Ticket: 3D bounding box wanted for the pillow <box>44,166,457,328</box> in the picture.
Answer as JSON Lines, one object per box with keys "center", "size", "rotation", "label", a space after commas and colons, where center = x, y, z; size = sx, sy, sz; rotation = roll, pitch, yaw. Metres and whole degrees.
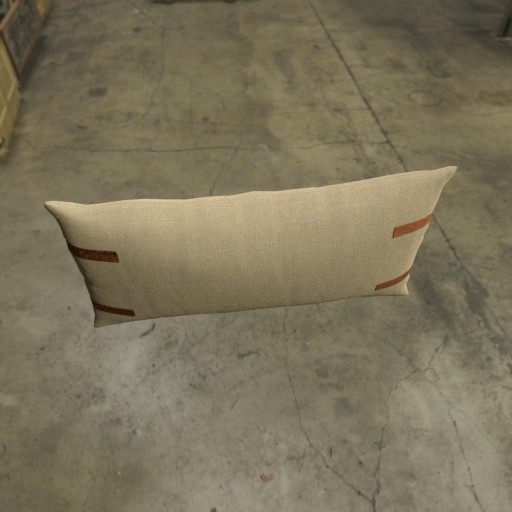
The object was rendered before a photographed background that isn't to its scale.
{"center": [0.000, 0.000, 0.747], "size": [0.612, 0.308, 0.148], "rotation": [-5, 47, -5], "label": "pillow"}
